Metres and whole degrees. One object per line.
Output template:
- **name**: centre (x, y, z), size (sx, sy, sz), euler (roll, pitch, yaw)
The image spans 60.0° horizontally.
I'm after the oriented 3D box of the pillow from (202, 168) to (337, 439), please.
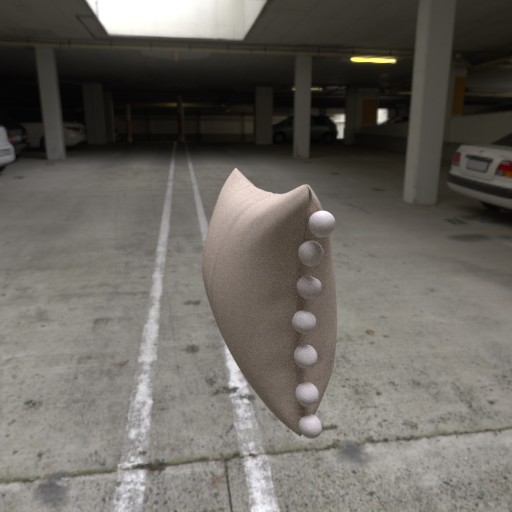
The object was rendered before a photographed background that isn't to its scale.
- **pillow**: centre (0.000, 0.000, 0.835), size (0.201, 0.322, 0.709), euler (-2, 14, -9)
